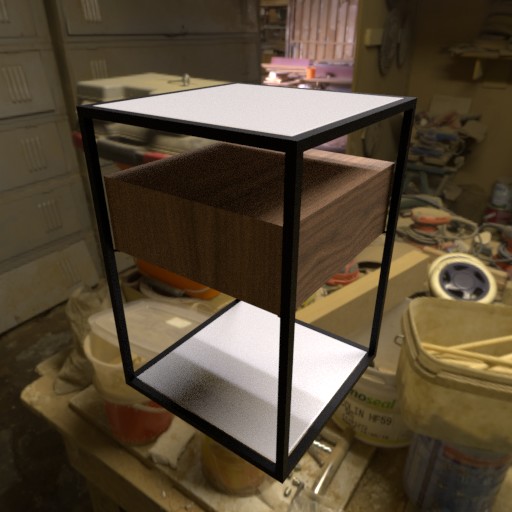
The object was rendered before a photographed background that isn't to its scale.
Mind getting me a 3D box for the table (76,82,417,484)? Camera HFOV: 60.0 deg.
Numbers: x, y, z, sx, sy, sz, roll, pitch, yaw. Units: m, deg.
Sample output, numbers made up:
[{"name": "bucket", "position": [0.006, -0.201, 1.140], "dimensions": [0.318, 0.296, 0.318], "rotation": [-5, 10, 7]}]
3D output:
[{"name": "table", "position": [0.000, 0.000, 0.811], "dimensions": [0.378, 0.540, 0.378], "rotation": [19, 33, 31]}]
